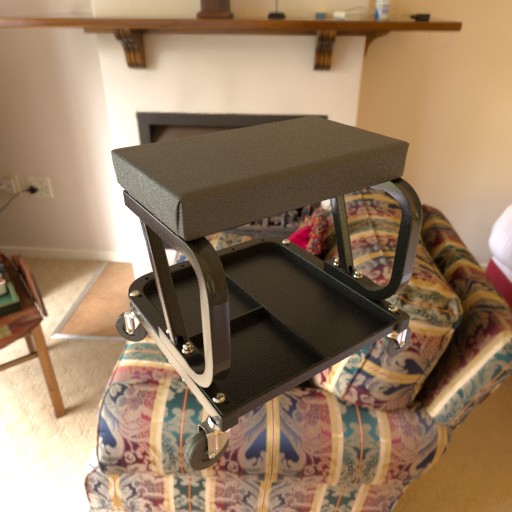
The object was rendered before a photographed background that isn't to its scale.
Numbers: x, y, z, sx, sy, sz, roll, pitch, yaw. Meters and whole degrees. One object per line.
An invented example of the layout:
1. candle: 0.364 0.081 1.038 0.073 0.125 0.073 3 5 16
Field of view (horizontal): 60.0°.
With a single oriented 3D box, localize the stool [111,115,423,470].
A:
1. stool: 0.000 0.000 0.728 0.446 0.380 0.371 -19 35 -30
